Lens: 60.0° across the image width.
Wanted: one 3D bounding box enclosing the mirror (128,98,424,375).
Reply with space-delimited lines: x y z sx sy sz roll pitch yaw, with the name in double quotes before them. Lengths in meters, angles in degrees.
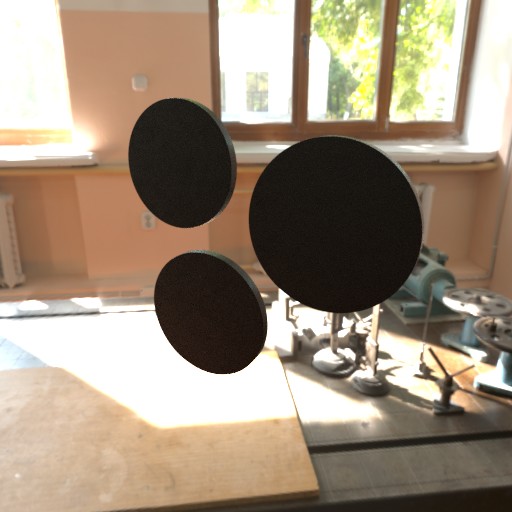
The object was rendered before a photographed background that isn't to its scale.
"mirror" 0.000 0.000 3.098 2.160 2.096 0.076 10 20 27
